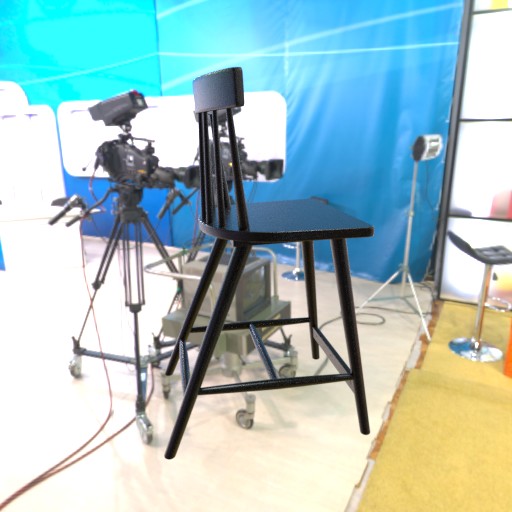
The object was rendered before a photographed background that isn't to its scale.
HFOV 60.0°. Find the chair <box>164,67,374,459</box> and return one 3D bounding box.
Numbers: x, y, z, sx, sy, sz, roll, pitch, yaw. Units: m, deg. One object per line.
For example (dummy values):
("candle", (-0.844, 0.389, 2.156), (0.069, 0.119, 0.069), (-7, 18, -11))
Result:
("chair", (0.000, 0.000, 1.282), (0.572, 0.952, 0.483), (-3, 16, -11))
